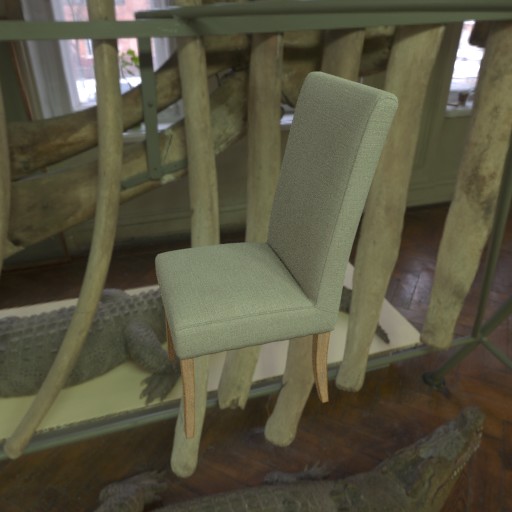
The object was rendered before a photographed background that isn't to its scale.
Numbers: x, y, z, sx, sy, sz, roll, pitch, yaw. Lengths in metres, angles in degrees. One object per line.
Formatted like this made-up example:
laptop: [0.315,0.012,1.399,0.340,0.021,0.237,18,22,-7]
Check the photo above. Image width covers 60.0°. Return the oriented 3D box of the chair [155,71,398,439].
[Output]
chair: [0.000,0.000,1.420,0.611,1.033,0.450,-9,31,-16]
